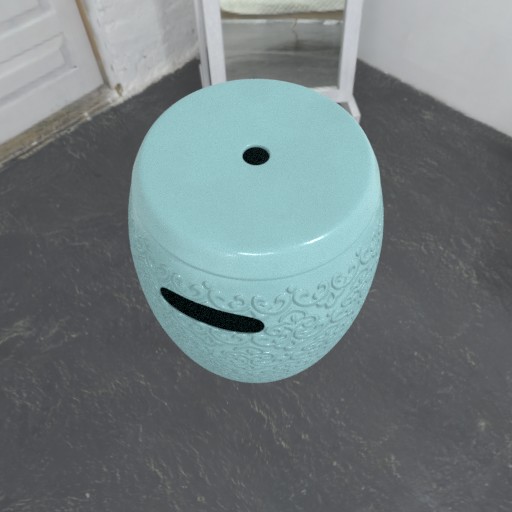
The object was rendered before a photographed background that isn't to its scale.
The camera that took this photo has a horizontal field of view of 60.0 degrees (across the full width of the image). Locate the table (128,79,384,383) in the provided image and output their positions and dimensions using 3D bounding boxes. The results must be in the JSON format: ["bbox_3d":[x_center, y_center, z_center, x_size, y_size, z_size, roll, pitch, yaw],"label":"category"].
[{"bbox_3d":[0.000,0.000,0.604,0.309,0.397,0.309,0,59,0],"label":"table"}]
